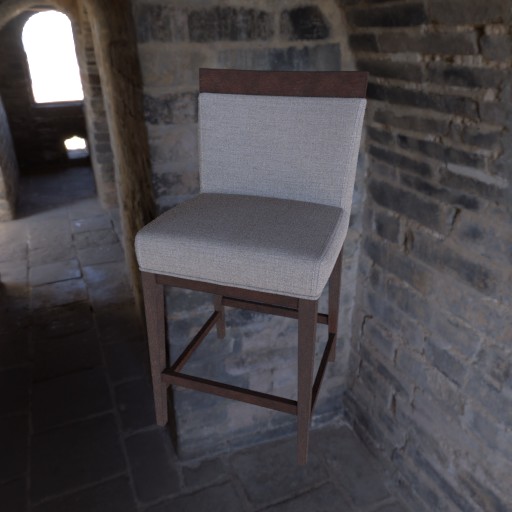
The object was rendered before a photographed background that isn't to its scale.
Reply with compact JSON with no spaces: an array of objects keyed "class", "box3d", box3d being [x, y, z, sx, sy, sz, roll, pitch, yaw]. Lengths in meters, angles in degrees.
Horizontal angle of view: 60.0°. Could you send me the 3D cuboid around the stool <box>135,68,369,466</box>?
[{"class":"stool","box3d":[0.000,0.000,1.321,0.512,1.009,0.531,8,27,17]}]
